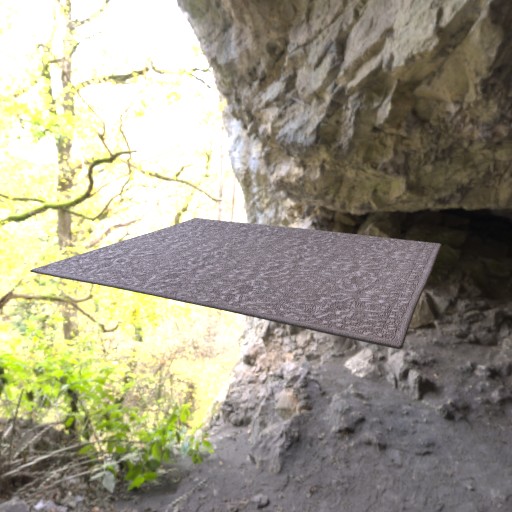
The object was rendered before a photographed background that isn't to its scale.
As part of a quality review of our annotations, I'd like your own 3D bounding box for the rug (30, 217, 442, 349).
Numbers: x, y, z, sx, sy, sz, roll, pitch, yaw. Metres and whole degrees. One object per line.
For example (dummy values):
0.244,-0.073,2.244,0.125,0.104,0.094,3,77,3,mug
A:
0.000,0.000,4.117,3.017,0.035,2.472,8,18,25,rug
